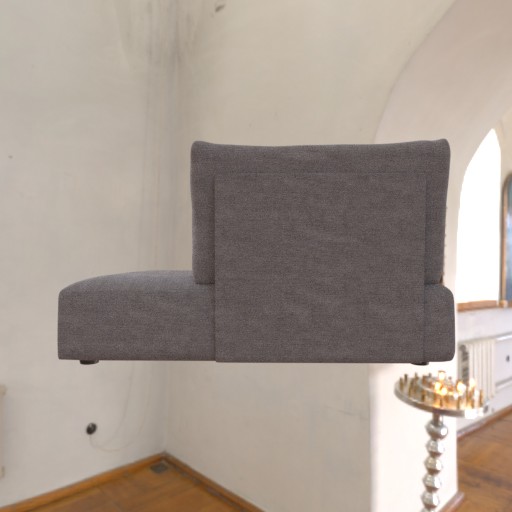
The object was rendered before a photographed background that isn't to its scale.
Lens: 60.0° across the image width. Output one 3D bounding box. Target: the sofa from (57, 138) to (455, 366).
[{"bbox_3d":[0.000,0.000,2.027,1.450,0.820,1.002,0,0,1],"label":"sofa"}]
